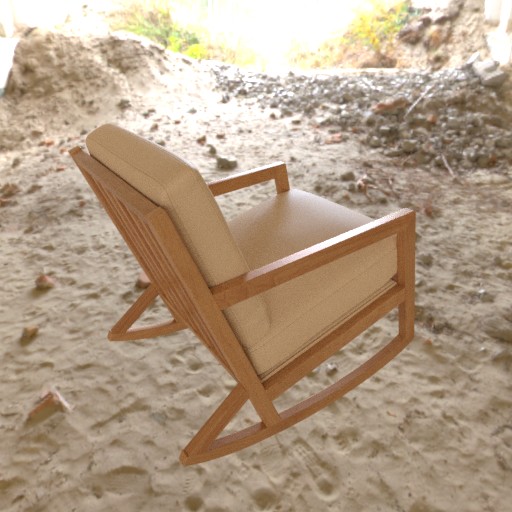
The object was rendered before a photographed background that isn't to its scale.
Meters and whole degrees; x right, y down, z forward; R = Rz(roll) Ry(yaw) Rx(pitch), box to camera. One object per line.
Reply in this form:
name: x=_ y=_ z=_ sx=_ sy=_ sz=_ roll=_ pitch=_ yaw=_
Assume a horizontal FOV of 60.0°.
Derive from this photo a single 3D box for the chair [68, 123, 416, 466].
chair: x=0.000 y=0.000 z=1.368 sx=0.857 sy=0.790 sz=0.622 roll=-17 pitch=31 yaw=-30
